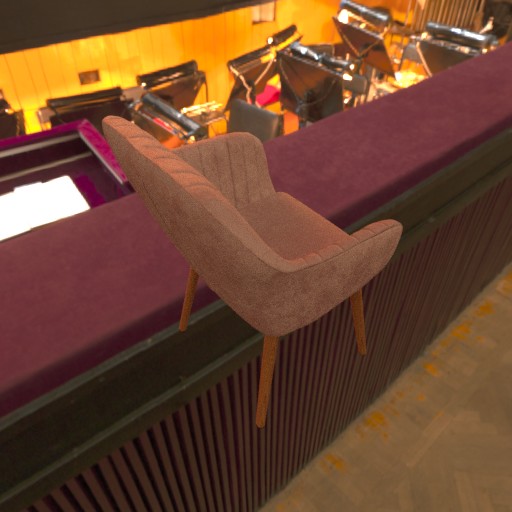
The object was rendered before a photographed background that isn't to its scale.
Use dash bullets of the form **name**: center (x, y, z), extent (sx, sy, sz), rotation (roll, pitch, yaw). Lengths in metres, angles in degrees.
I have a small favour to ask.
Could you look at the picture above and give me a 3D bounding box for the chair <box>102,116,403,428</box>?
- **chair**: center (0.000, 0.000, 1.230), extent (0.570, 0.832, 0.610), rotation (-27, 48, -27)
